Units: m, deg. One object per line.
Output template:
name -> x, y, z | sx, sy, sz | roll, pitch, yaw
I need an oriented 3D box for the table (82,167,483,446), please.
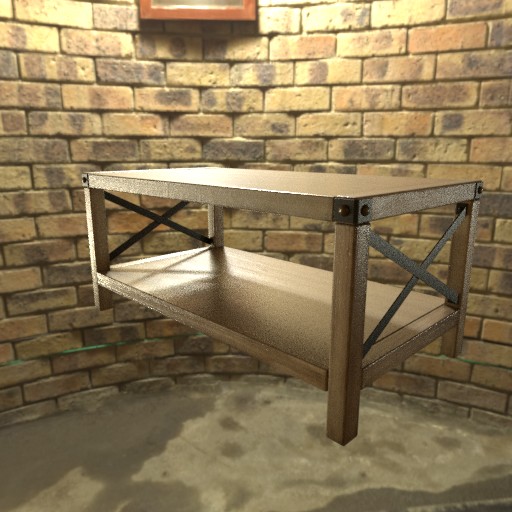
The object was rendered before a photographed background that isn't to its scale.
table -> 0.000, 0.000, 1.276 | 0.559, 0.456, 1.016 | -13, 19, -43
